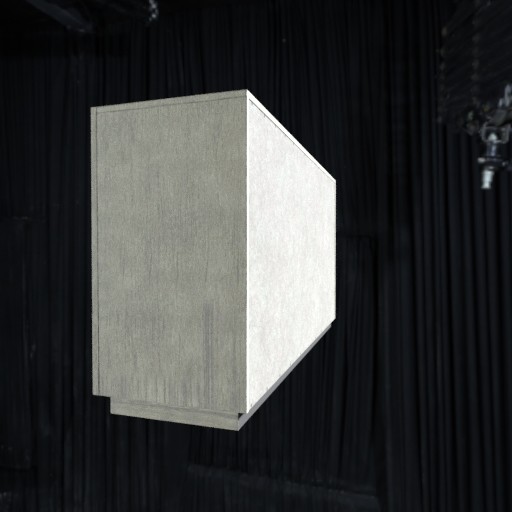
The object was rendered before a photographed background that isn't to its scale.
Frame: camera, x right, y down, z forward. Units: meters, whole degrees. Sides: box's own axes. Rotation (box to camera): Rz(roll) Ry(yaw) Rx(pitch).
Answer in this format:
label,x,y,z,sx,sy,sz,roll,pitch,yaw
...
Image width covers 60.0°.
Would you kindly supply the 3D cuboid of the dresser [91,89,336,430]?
label,x,y,z,sx,sy,sz,roll,pitch,yaw
dresser,0.000,0.000,1.995,0.483,0.889,1.628,0,1,18
